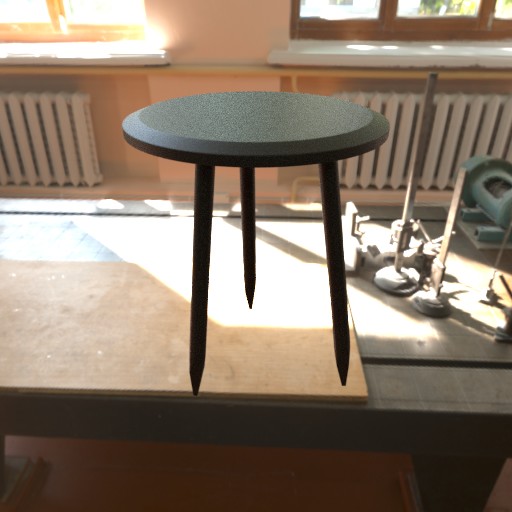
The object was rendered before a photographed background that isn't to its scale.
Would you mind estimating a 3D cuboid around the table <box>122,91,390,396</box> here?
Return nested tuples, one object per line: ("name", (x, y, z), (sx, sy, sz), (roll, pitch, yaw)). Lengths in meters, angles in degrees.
("table", (0.000, 0.000, 0.922), (0.457, 0.585, 0.457), (0, 30, 0))
